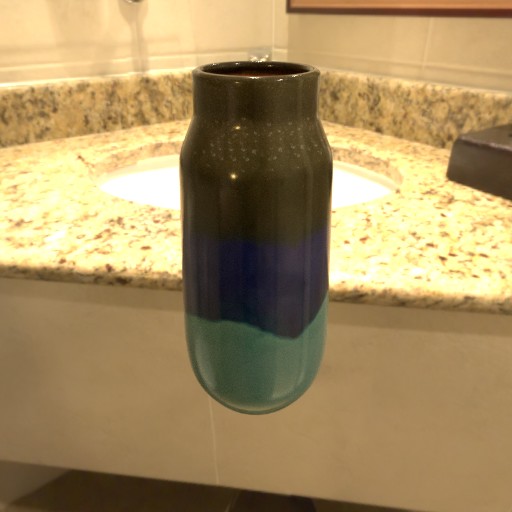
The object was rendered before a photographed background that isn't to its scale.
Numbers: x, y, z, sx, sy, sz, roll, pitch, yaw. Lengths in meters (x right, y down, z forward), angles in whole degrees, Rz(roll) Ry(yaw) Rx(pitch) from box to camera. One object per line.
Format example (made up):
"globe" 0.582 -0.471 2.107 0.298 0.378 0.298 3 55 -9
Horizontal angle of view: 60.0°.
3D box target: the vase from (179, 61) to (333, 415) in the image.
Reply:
"vase" 0.000 0.000 0.397 0.139 0.313 0.139 0 30 0
